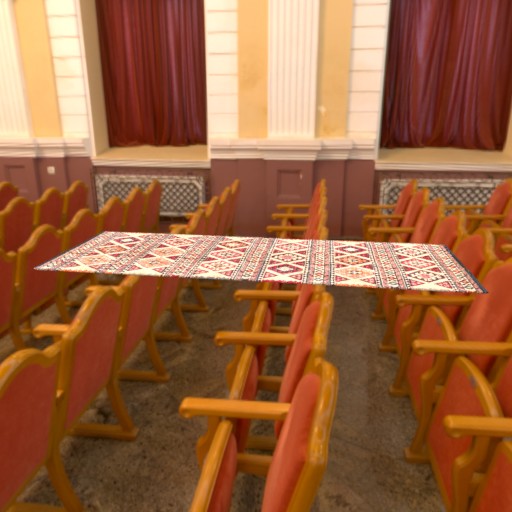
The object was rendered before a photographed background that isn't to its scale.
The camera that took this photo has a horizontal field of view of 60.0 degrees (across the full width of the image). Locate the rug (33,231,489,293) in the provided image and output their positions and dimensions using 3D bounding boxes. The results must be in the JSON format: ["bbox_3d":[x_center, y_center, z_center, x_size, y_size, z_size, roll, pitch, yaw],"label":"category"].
[{"bbox_3d":[0.000,0.000,2.652,2.362,0.008,0.832,3,18,8],"label":"rug"}]
